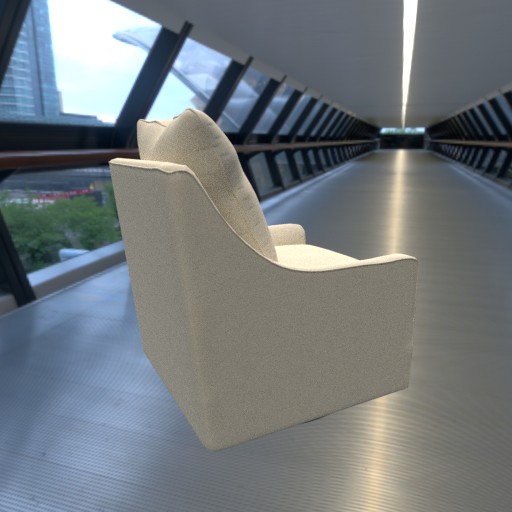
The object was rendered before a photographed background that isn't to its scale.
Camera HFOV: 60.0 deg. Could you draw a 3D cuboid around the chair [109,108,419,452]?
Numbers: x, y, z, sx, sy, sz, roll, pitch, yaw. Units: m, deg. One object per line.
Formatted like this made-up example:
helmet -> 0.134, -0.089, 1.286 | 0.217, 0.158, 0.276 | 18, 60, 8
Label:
chair -> 0.000, 0.000, 1.618 | 0.876, 0.965, 0.756 | -7, 15, -27
